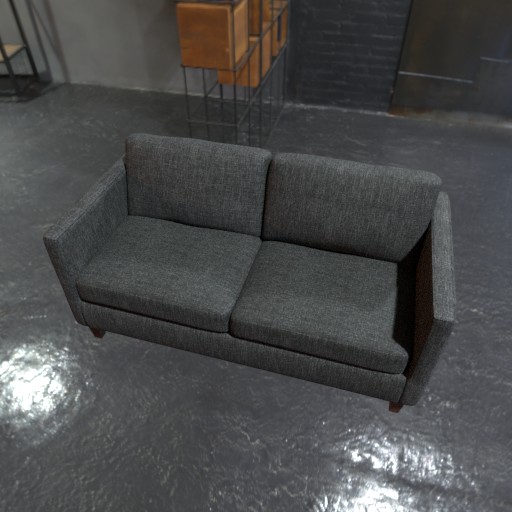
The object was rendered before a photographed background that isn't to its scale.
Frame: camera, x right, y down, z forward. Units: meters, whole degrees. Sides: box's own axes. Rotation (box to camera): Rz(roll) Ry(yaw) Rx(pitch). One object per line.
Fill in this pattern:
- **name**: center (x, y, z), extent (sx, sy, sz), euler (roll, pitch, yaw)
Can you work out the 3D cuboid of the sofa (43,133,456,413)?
- **sofa**: center (0.000, 0.000, 2.387), extent (1.884, 0.963, 0.950), euler (11, 43, 12)
